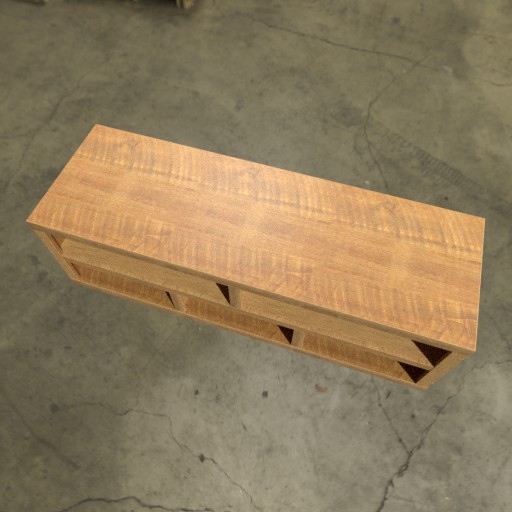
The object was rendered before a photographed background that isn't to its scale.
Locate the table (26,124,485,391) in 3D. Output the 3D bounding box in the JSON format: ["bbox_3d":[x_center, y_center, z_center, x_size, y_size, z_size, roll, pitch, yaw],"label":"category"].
[{"bbox_3d":[0.000,0.000,1.735,1.499,0.491,0.499,16,60,9],"label":"table"}]
